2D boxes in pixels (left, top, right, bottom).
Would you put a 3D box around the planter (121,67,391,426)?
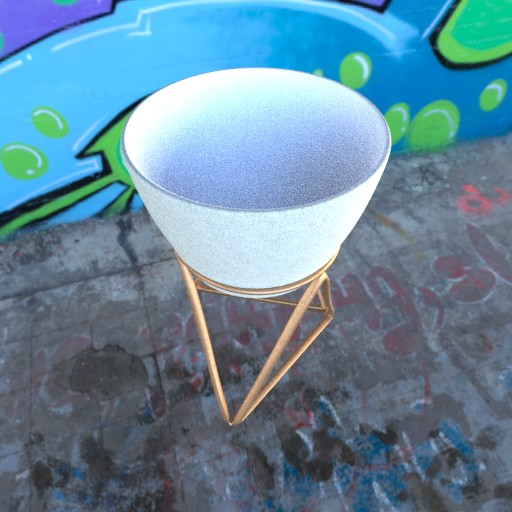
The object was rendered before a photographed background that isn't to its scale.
[{"bbox_3d":[0.000,0.000,0.767,0.350,0.504,0.350,-14,49,-13],"label":"planter"}]
